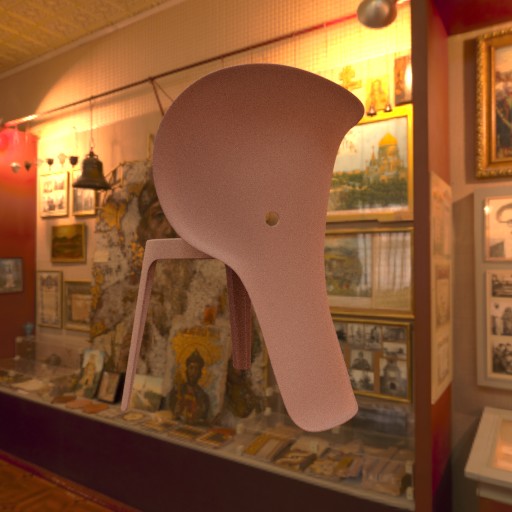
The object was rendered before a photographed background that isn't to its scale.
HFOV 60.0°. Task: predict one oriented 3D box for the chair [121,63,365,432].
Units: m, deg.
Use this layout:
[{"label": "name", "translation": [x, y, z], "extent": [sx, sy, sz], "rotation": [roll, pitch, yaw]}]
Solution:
[{"label": "chair", "translation": [0.000, 0.000, 0.856], "extent": [0.402, 0.554, 0.451], "rotation": [-1, -1, 35]}]
